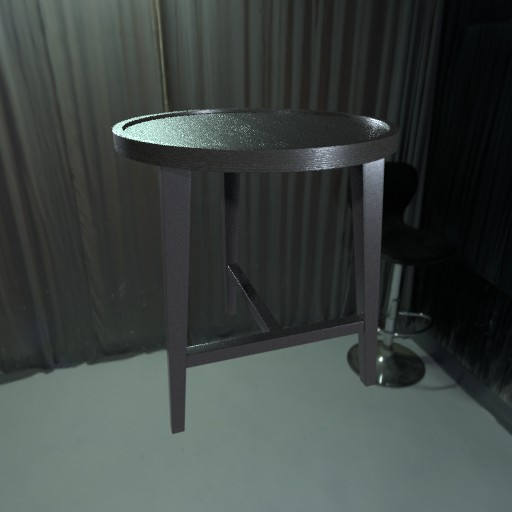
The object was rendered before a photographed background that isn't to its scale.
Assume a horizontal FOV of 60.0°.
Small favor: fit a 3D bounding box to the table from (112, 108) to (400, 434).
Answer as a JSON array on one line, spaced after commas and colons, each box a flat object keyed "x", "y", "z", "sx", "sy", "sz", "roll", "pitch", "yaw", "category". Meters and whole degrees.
[{"x": 0.000, "y": 0.000, "z": 0.914, "sx": 0.500, "sy": 0.531, "sz": 0.500, "roll": 0, "pitch": 24, "yaw": 0, "category": "table"}]
